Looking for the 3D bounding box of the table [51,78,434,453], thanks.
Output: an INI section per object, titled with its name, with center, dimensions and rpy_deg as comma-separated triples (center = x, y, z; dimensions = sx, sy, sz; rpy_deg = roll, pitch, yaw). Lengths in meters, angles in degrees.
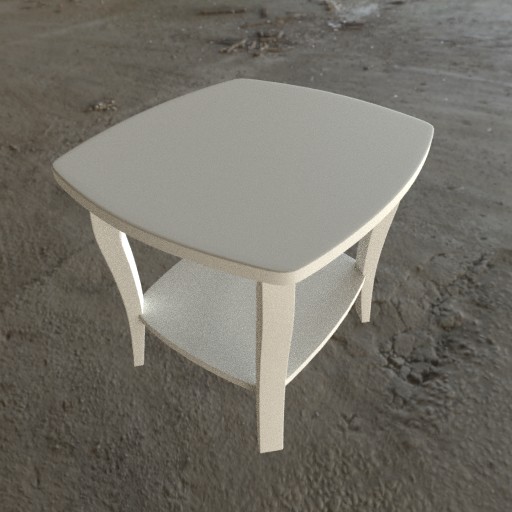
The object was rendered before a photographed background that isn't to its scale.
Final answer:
[table]
center = 0.000, 0.000, 0.797
dimensions = 0.451, 0.438, 0.502
rpy_deg = 24, 46, 26
